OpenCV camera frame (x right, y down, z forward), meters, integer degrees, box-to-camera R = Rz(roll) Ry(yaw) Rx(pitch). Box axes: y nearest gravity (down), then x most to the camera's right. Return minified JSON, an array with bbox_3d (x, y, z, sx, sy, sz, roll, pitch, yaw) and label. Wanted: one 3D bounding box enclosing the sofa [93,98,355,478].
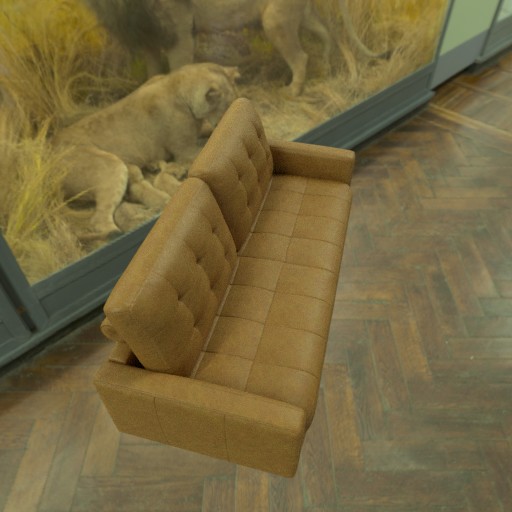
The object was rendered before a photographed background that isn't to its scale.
[{"bbox_3d":[0.000,0.000,2.236,0.850,0.898,1.821,11,46,10],"label":"sofa"}]
